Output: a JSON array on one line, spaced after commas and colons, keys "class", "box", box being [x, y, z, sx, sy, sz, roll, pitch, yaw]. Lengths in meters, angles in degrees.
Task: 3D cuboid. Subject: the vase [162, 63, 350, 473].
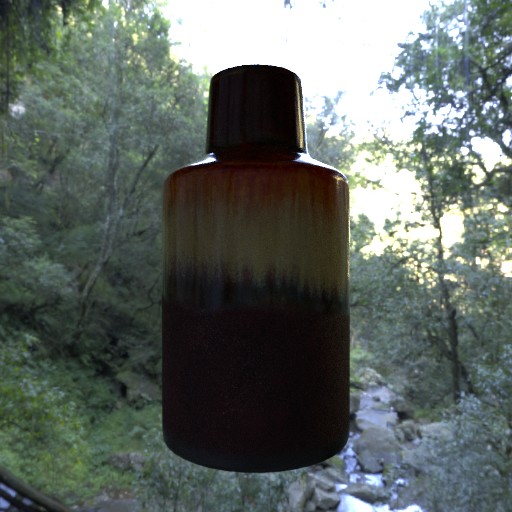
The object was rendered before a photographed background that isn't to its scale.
[{"class": "vase", "box": [0.000, 0.000, 0.260, 0.108, 0.204, 0.108, 0, 0, 0]}]
